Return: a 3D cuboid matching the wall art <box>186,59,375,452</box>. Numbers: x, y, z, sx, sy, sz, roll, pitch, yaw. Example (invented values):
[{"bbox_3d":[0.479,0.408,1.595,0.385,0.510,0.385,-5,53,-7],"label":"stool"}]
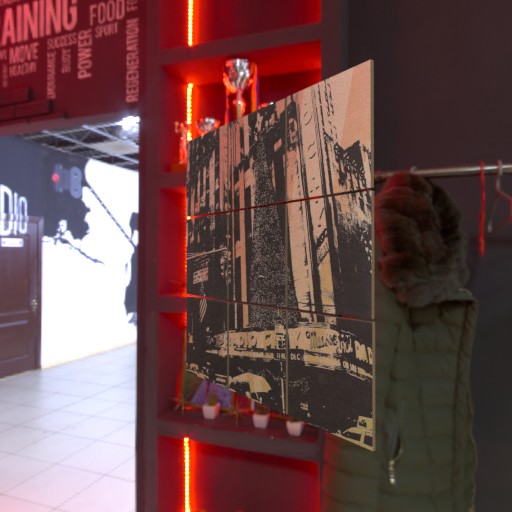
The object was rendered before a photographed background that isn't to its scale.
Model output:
[{"bbox_3d":[0.000,0.000,2.332,0.017,1.521,1.527,0,0,-37],"label":"wall art"}]
